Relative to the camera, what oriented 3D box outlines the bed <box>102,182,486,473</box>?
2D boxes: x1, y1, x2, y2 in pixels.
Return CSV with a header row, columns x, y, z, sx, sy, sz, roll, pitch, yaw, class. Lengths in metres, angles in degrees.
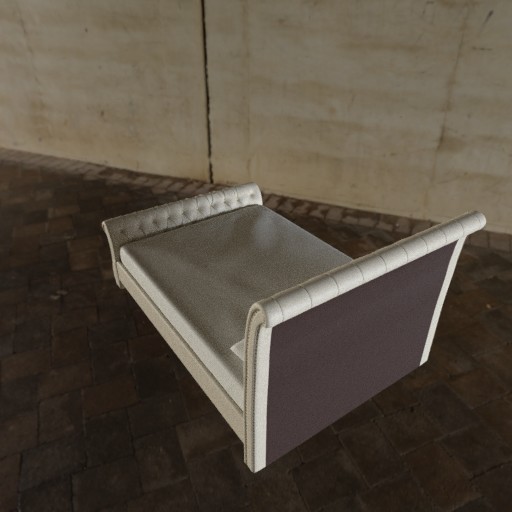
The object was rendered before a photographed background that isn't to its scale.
x,y,z,sx,sy,sz,roll,pitch,yaw,class
0.000,0.000,3.411,1.606,1.268,2.493,-20,37,-29,bed
